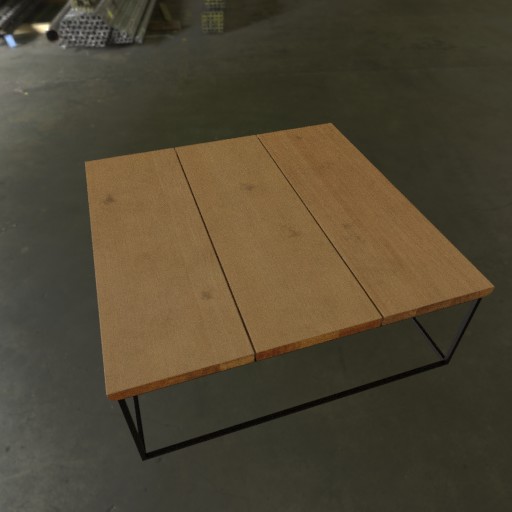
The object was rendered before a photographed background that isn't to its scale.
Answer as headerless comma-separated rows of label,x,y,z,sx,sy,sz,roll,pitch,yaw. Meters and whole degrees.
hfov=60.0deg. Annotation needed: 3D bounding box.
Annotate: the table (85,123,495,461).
table,0.000,0.000,1.682,1.100,0.400,1.100,-13,44,-13
